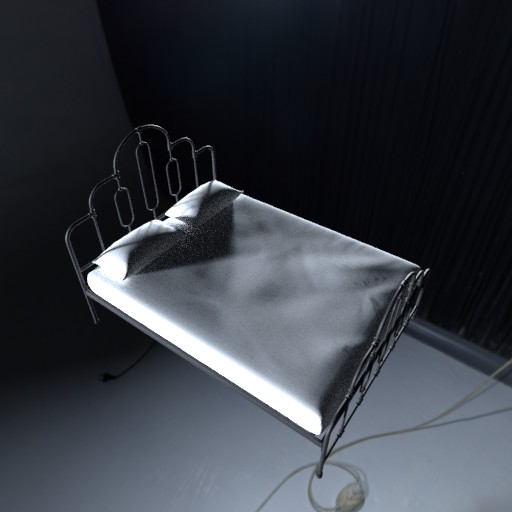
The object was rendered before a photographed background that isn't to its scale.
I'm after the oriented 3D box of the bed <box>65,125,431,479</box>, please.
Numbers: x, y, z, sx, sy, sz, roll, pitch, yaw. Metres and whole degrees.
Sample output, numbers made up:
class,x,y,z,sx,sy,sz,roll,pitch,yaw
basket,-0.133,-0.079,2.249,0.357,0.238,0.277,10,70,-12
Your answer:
class,x,y,z,sx,sy,sz,roll,pitch,yaw
bed,0.000,0.000,3.258,2.163,1.429,1.640,25,47,26
